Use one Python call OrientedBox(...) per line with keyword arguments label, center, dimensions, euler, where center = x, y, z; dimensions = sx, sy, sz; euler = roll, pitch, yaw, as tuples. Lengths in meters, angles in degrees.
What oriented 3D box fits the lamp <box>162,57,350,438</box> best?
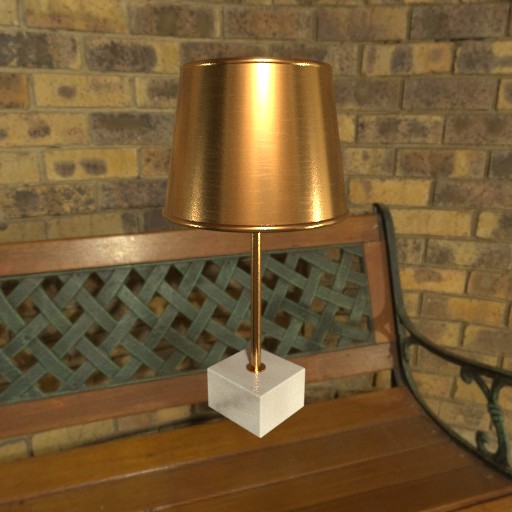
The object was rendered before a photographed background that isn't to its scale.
OrientedBox(label="lamp", center=(0.000, 0.000, 0.517), dimensions=(0.208, 0.406, 0.208), euler=(0, 16, 0))
